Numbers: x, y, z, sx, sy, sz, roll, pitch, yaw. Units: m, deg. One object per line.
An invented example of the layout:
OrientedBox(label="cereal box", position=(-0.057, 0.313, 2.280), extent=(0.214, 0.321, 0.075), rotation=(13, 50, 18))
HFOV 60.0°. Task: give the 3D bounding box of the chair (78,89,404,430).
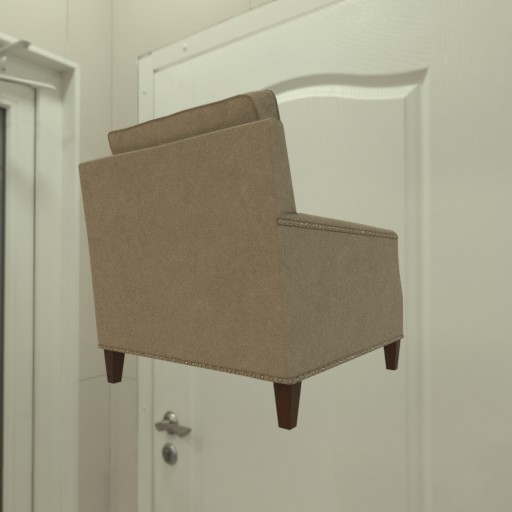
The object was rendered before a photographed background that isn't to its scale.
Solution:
OrientedBox(label="chair", position=(0.000, 0.000, 1.735), extent=(0.853, 0.943, 1.014), rotation=(-1, -1, 36))
